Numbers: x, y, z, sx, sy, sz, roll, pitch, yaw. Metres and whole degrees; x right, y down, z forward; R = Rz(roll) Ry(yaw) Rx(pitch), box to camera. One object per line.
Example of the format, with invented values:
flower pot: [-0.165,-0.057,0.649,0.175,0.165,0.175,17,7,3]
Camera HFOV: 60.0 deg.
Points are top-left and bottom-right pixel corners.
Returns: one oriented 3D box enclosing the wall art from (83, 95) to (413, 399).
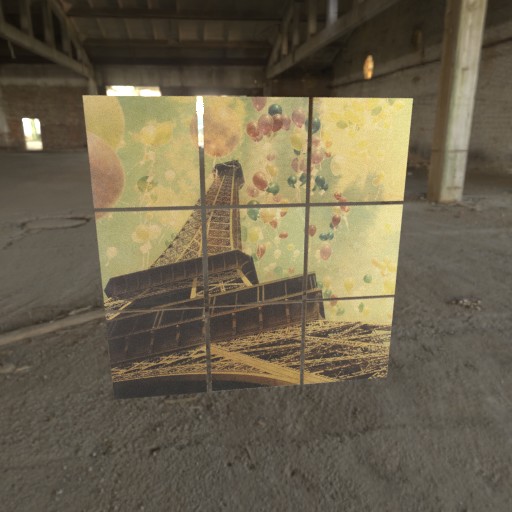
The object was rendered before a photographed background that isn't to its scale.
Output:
wall art: [0.000,0.000,1.800,1.219,1.218,0.013,-2,17,-8]
